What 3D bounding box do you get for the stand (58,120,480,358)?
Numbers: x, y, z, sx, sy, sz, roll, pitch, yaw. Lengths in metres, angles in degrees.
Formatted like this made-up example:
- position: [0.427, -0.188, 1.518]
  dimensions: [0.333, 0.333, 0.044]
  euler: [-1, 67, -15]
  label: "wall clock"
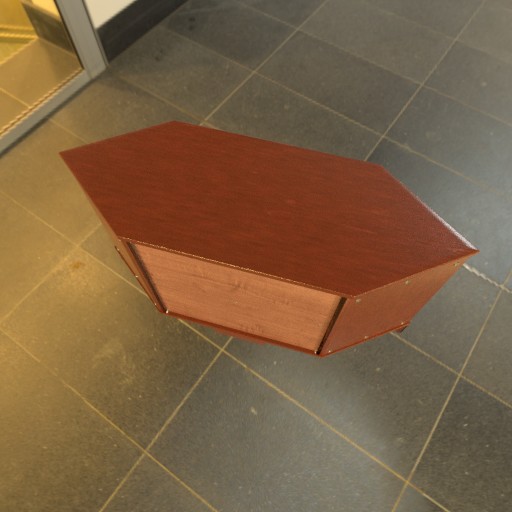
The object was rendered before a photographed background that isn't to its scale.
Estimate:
- position: [0.000, 0.000, 1.358]
  dimensions: [1.072, 0.614, 0.381]
  euler: [14, 64, 7]
  label: "stand"
